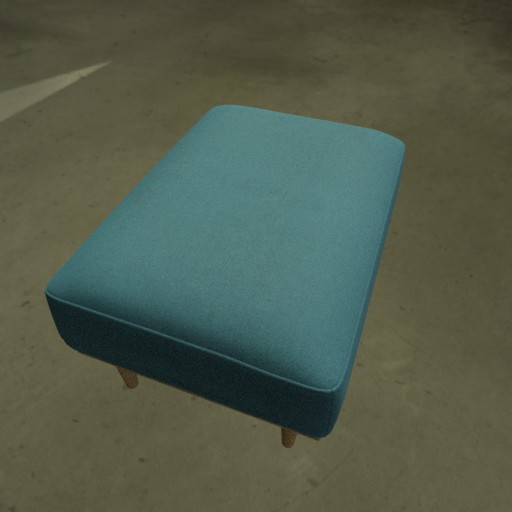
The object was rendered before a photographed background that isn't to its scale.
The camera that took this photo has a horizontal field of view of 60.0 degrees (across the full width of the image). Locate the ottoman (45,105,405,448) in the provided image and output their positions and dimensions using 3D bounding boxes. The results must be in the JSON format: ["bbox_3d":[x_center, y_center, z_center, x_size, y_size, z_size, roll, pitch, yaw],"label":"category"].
[{"bbox_3d":[0.000,0.000,1.044,0.549,0.428,0.749,15,47,14],"label":"ottoman"}]
